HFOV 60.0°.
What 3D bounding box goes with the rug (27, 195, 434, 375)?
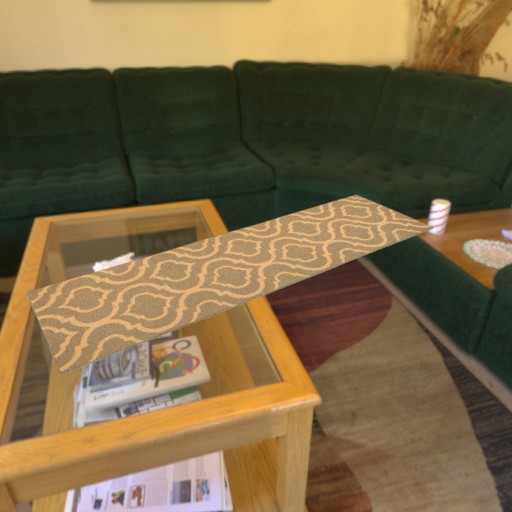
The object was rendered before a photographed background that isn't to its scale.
[{"bbox_3d":[0.000,0.000,2.497,2.275,0.009,0.684,-19,35,-29],"label":"rug"}]
